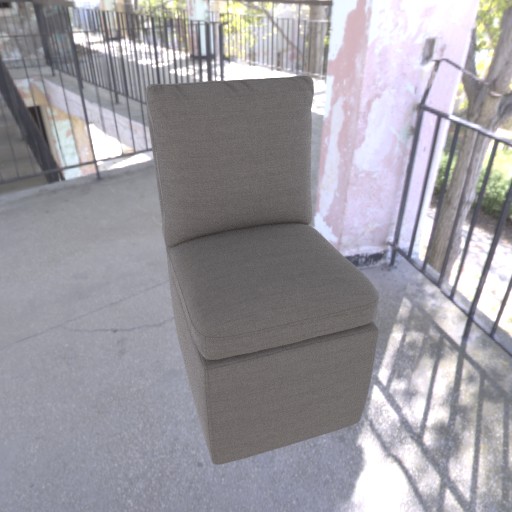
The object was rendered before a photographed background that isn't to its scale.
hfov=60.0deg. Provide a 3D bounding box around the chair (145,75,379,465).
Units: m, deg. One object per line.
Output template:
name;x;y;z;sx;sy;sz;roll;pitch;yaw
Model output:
chair;0.000;0.000;1.327;0.503;0.927;0.698;-10;33;-16
